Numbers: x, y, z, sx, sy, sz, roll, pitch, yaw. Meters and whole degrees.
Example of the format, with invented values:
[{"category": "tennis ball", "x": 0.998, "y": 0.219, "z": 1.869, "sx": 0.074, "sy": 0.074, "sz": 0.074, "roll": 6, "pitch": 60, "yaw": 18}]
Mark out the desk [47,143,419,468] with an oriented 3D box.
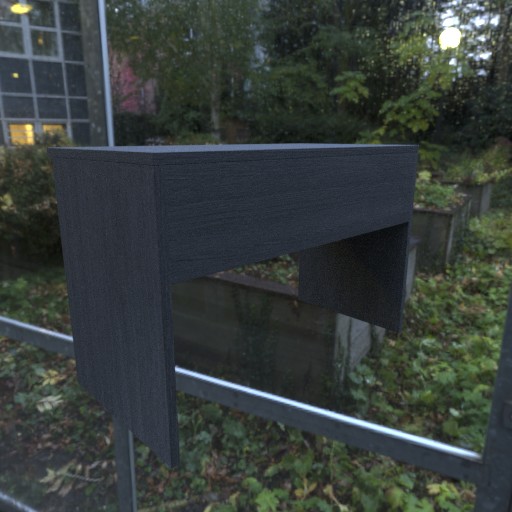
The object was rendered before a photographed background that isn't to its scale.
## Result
[{"category": "desk", "x": 0.000, "y": 0.000, "z": 1.517, "sx": 1.099, "sy": 0.729, "sz": 0.557, "roll": -14, "pitch": 21, "yaw": -42}]
